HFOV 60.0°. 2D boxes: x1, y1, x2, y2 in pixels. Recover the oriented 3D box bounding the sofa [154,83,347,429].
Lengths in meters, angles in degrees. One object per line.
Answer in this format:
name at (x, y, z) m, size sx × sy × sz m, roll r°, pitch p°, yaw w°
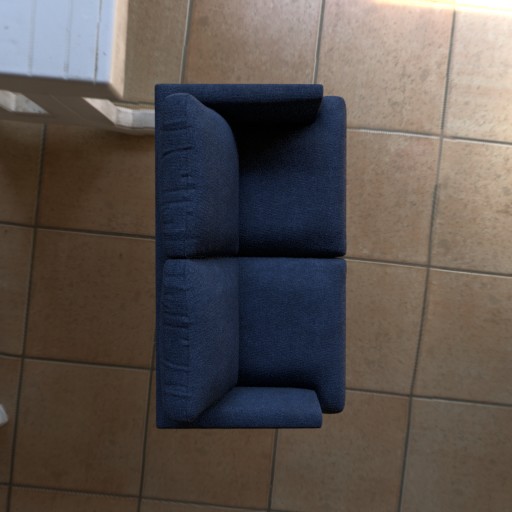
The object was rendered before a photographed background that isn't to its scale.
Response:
sofa at (0.000, 0.000, 2.193) m, size 0.903 × 0.944 × 1.582 m, roll 0°, pitch 91°, yaw 0°
